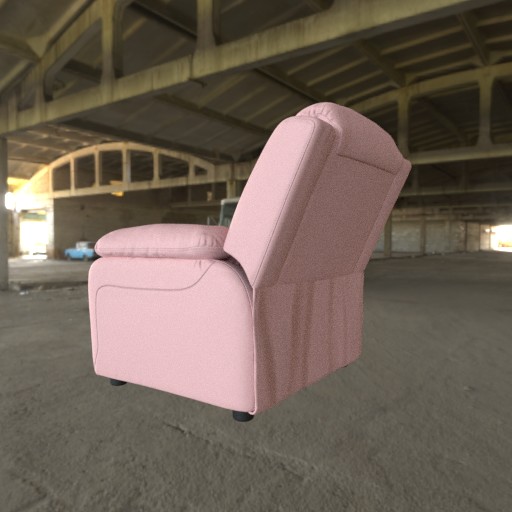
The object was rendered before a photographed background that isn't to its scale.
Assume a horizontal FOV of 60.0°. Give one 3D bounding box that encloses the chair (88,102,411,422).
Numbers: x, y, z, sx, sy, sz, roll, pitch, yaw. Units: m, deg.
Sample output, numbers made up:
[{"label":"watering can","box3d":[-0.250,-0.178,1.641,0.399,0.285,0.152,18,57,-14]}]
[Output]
[{"label":"chair","box3d":[0.000,0.000,1.259,0.709,0.702,0.680,2,3,36]}]
